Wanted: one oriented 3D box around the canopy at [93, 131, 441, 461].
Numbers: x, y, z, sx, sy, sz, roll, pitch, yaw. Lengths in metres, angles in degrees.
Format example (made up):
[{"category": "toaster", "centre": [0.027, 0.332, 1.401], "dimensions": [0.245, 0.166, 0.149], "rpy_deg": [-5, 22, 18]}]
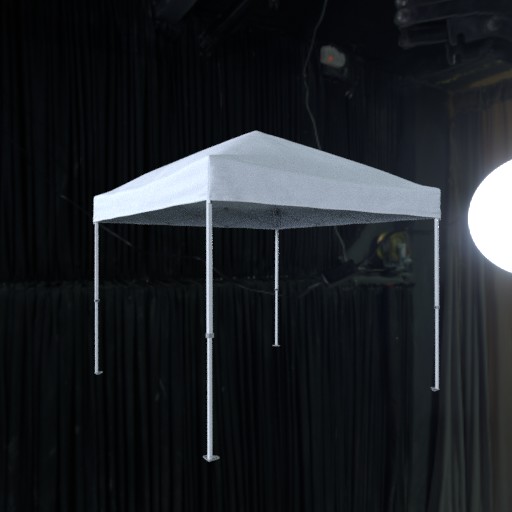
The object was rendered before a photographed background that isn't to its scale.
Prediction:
[{"category": "canopy", "centre": [0.000, 0.000, 5.318], "dimensions": [2.998, 2.997, 2.996], "rpy_deg": [0, 1, -35]}]
